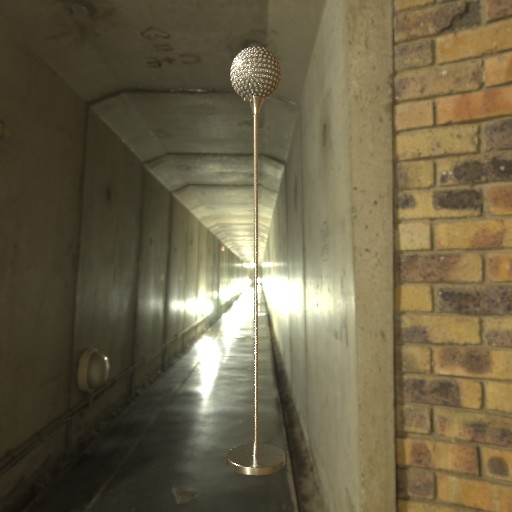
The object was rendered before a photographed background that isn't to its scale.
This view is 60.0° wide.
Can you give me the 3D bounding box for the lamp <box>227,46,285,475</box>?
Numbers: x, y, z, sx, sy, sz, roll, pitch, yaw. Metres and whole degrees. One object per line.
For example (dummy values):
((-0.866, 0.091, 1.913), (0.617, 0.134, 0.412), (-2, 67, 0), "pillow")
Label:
((0.000, 0.000, 1.960), (0.254, 1.805, 0.254), (0, -1, 0), "lamp")
